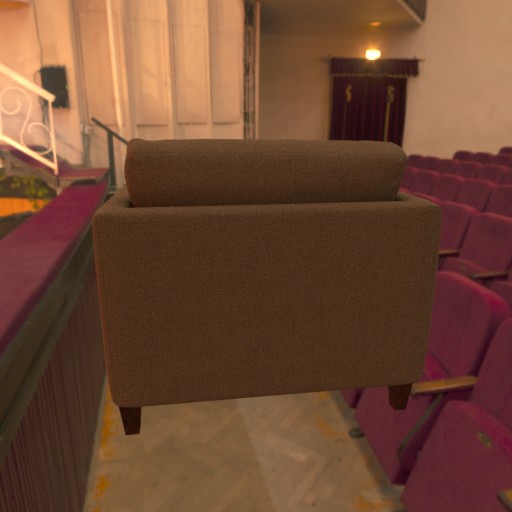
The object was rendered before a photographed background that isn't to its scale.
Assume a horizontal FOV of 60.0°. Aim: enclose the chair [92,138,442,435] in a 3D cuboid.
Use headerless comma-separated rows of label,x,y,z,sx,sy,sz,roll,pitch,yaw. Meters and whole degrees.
chair,0.000,0.000,1.841,1.107,0.963,0.959,-2,17,-8
